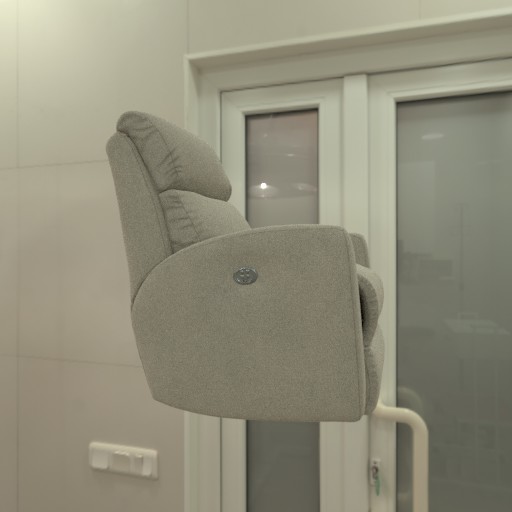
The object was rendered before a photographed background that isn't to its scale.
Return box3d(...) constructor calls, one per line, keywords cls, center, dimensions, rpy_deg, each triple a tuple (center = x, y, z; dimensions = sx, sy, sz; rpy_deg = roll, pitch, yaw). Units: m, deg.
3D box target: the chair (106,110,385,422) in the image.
box3d(cls="chair", center=(0.000, 0.000, 1.702), dimensions=(0.940, 1.021, 0.794), rpy_deg=(0, 0, 18))
